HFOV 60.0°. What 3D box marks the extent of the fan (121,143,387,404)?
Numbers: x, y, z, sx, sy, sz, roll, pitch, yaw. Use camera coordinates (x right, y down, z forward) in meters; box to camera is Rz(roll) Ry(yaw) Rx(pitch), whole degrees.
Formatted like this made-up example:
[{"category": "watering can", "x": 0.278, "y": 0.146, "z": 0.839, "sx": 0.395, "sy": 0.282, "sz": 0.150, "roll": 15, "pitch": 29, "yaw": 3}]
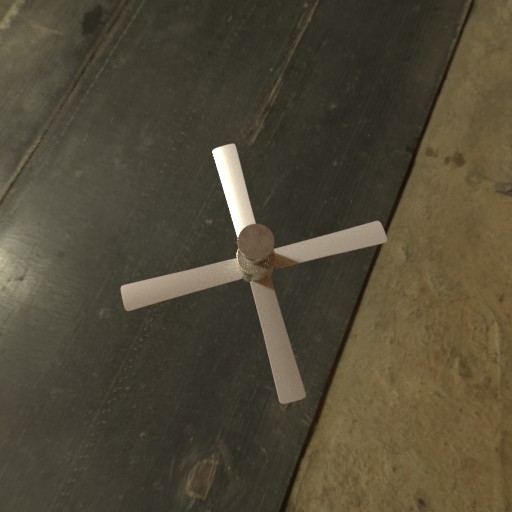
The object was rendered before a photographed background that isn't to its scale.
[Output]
[{"category": "fan", "x": 0.000, "y": 0.000, "z": 2.324, "sx": 1.525, "sy": 0.539, "sz": 1.525, "roll": -14, "pitch": 76, "yaw": -4}]
